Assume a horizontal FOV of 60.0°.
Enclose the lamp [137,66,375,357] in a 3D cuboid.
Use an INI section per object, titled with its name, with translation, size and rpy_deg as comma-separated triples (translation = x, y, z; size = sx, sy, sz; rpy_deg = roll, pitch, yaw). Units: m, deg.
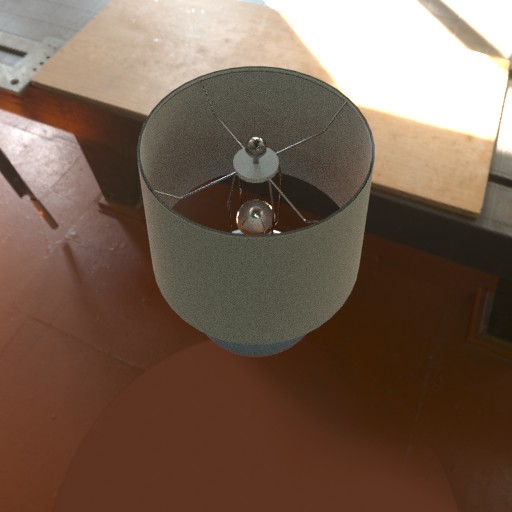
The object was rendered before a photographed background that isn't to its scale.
[lamp]
translation = 0.000, 0.000, 0.550
size = 0.247, 0.387, 0.247
rpy_deg = 0, 58, 0
